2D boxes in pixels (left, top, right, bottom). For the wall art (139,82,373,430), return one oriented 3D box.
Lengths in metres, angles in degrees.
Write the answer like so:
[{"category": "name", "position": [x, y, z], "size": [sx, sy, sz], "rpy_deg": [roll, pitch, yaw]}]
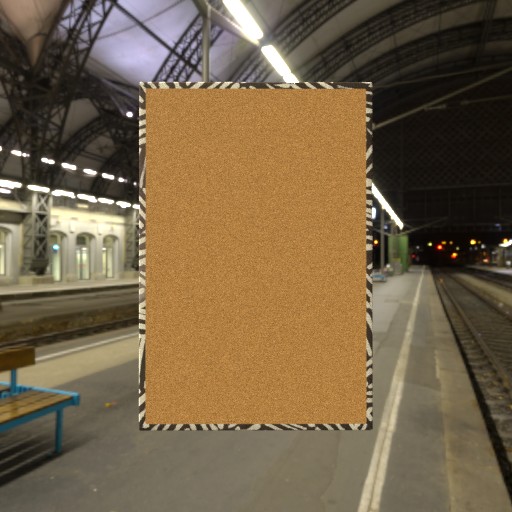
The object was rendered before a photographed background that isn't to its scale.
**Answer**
[{"category": "wall art", "position": [0.000, 0.000, 1.183], "size": [0.615, 0.918, 0.035], "rpy_deg": [0, 0, 0]}]
